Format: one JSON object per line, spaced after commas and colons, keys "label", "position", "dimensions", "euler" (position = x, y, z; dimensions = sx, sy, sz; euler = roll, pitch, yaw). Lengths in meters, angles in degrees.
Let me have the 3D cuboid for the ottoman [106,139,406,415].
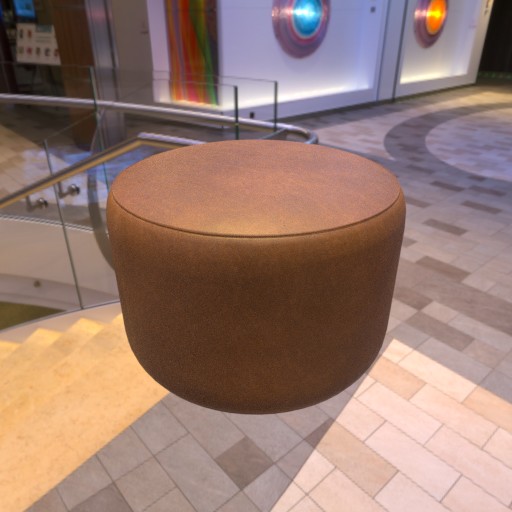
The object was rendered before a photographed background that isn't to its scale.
{"label": "ottoman", "position": [0.000, 0.000, 0.997], "dimensions": [0.607, 0.438, 0.607], "euler": [0, 28, 0]}
